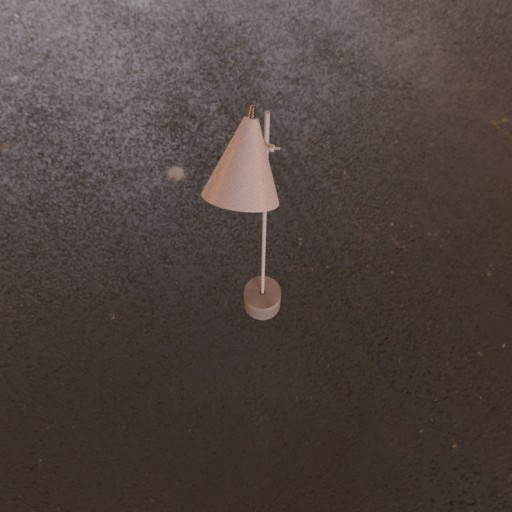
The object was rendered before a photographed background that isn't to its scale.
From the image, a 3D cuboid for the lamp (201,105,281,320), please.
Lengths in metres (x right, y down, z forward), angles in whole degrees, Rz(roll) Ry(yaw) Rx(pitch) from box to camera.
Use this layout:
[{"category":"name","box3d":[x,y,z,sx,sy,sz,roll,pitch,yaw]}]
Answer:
[{"category":"lamp","box3d":[0.000,0.000,1.597,0.223,1.430,0.508,15,59,9]}]
